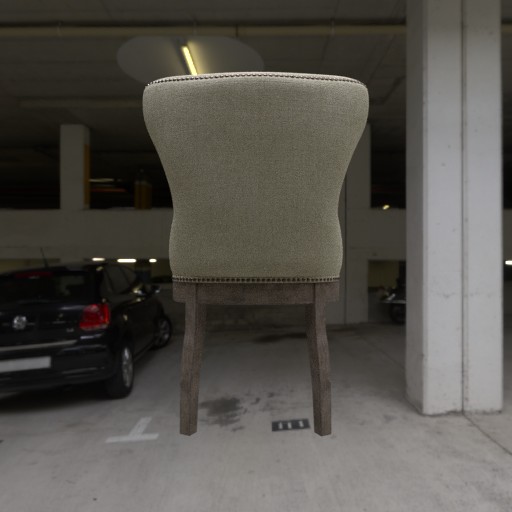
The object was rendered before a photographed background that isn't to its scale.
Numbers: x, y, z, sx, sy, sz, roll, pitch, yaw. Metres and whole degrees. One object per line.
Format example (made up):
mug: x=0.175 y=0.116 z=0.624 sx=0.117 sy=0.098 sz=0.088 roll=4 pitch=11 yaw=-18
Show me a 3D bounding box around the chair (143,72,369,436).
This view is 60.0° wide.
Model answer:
chair: x=0.000 y=0.000 z=1.469 sx=0.654 sy=1.002 sz=0.681 roll=0 pitch=0 yaw=0
